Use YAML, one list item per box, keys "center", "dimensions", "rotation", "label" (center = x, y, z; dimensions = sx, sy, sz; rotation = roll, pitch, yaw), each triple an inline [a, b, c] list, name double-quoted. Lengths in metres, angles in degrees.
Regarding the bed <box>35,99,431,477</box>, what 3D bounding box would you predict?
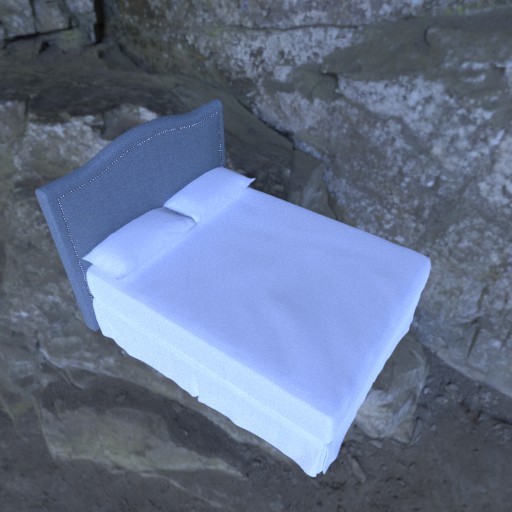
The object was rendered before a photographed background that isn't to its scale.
- center: [0.000, 0.000, 3.210]
  dimensions: [2.143, 1.460, 1.753]
  rotation: [25, 47, 26]
  label: "bed"
